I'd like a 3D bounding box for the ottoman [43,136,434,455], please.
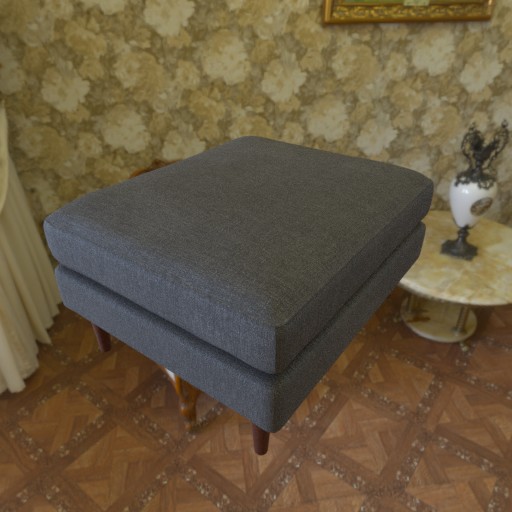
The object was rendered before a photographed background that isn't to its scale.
[{"bbox_3d":[0.000,0.000,1.243,0.693,0.474,0.821,21,37,30],"label":"ottoman"}]
